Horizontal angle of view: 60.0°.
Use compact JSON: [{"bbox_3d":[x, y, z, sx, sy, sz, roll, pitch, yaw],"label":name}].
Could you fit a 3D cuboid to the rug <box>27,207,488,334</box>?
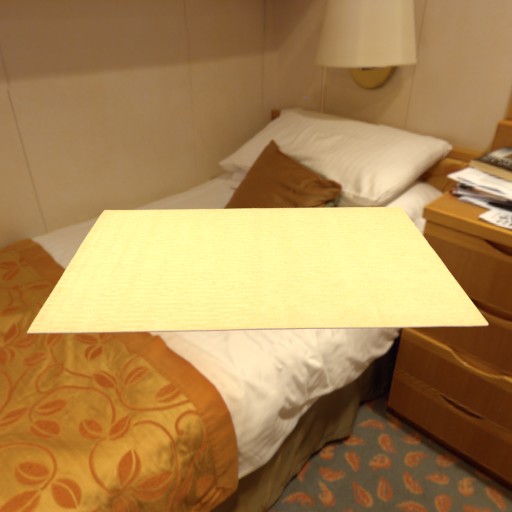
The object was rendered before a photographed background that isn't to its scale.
[{"bbox_3d":[0.000,0.000,2.974,2.441,0.014,1.531,-1,30,-1],"label":"rug"}]
